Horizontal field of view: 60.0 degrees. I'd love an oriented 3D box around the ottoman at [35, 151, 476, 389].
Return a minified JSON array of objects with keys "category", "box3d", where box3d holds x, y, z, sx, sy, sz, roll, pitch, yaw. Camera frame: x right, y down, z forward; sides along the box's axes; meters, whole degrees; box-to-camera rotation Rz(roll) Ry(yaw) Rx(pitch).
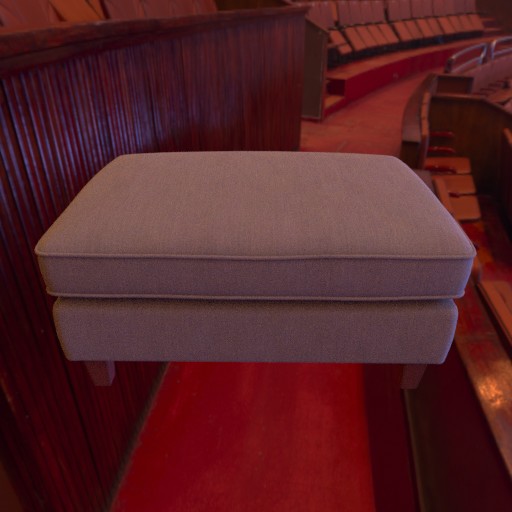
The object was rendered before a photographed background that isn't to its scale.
[{"category":"ottoman","box3d":[0.000,0.000,1.259,0.941,0.480,0.636,0,31,1]}]
